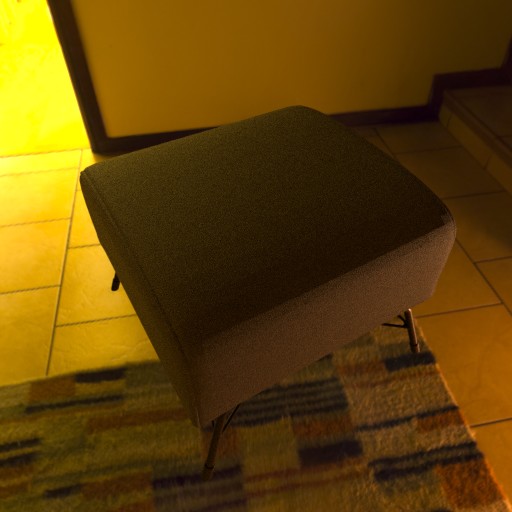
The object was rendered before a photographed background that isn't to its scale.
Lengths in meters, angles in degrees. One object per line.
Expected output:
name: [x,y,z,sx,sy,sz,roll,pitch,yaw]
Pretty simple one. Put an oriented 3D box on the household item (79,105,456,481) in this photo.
household item: [0.000,0.000,0.892,0.530,0.410,0.530,-23,50,-21]
